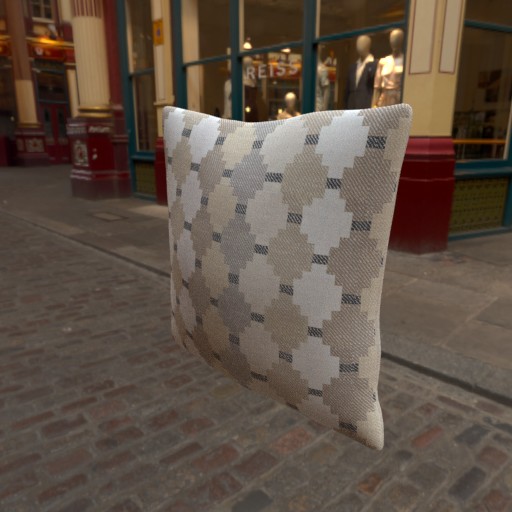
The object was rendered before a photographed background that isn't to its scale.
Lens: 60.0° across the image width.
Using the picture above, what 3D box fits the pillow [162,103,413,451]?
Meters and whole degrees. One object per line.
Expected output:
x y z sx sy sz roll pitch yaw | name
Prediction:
0.000 0.000 0.844 0.578 0.558 0.192 15 22 42 | pillow
